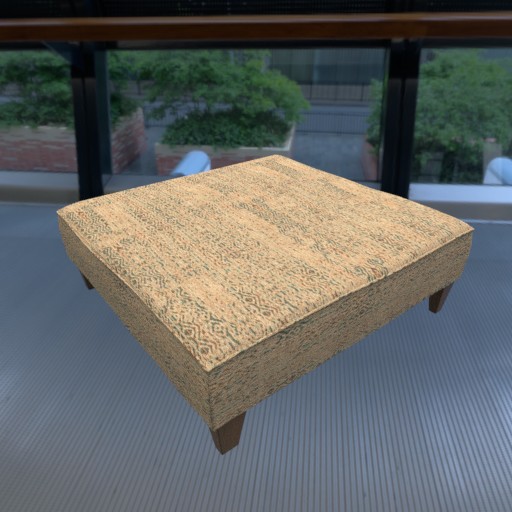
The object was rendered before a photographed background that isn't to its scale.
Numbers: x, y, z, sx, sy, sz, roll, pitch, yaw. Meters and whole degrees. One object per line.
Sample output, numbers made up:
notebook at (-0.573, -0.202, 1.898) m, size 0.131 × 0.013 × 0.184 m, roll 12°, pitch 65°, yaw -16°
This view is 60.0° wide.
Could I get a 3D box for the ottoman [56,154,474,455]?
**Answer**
ottoman at (0.000, 0.000, 1.518) m, size 1.004 × 0.356 × 0.968 m, roll -21°, pitch 36°, yaw -32°
